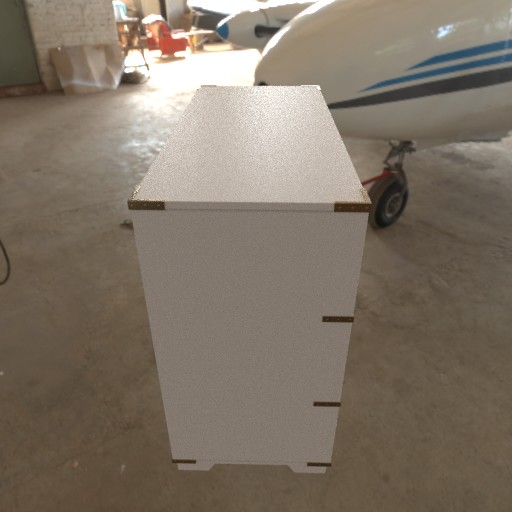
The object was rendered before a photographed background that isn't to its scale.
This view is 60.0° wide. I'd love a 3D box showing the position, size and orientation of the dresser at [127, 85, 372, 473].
[{"bbox_3d":[0.000,0.000,1.499,0.460,0.891,1.022,1,33,1],"label":"dresser"}]
